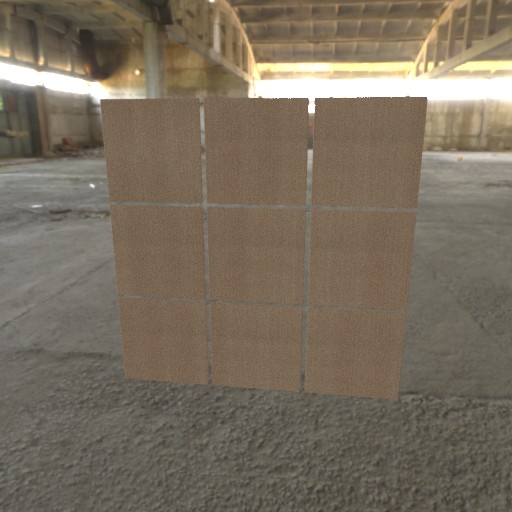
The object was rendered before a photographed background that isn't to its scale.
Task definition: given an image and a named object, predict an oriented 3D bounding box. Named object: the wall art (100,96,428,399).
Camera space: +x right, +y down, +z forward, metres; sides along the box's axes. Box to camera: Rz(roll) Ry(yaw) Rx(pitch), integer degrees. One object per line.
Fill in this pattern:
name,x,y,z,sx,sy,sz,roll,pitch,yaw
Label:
wall art,0.000,0.000,1.806,1.219,1.218,0.013,2,16,8
